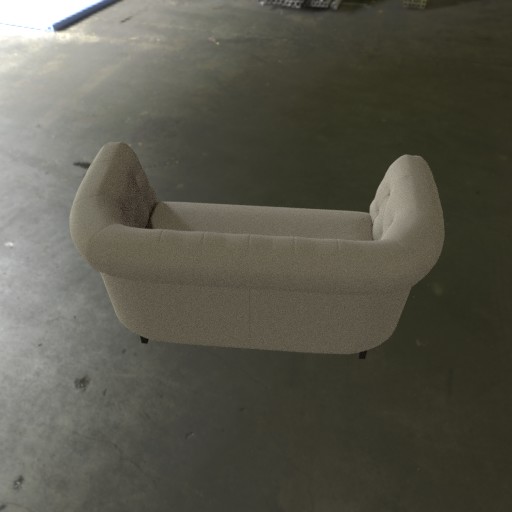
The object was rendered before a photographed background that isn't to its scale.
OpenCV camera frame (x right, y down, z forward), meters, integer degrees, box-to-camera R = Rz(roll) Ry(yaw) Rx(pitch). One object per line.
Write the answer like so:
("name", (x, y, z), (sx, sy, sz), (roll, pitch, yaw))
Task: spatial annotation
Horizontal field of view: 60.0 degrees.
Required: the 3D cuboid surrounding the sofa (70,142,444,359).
("sofa", (0.000, 0.000, 2.114), (1.558, 0.827, 0.835), (3, 46, 3))
